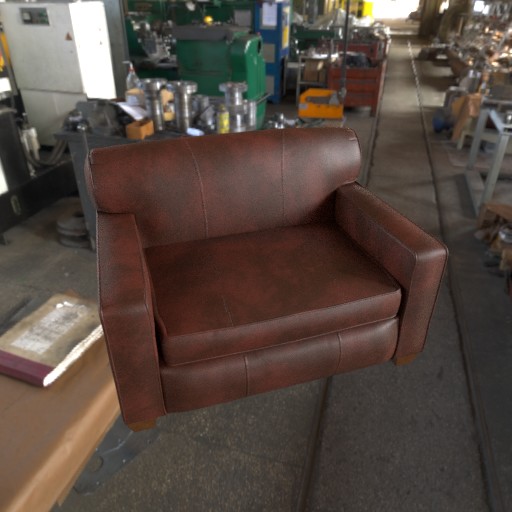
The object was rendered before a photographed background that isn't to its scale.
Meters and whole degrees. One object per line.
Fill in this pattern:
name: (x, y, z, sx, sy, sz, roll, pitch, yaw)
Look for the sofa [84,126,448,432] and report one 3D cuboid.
sofa: (0.000, 0.000, 2.080, 1.413, 0.956, 1.000, -9, 32, -15)
